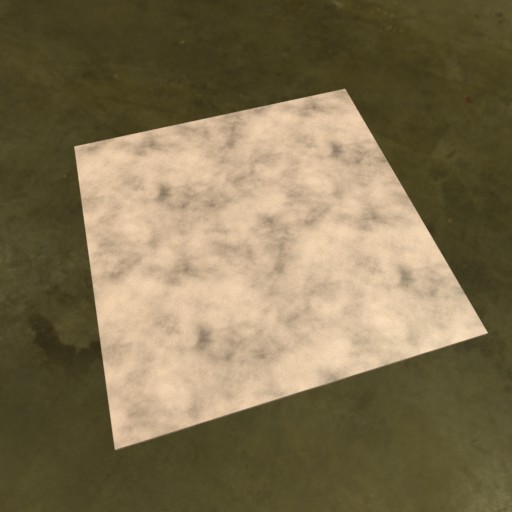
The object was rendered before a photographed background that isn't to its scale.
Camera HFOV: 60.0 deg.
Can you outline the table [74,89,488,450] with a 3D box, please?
[{"bbox_3d":[0.000,0.000,1.338,0.890,0.305,0.890,-15,62,-8],"label":"table"}]
